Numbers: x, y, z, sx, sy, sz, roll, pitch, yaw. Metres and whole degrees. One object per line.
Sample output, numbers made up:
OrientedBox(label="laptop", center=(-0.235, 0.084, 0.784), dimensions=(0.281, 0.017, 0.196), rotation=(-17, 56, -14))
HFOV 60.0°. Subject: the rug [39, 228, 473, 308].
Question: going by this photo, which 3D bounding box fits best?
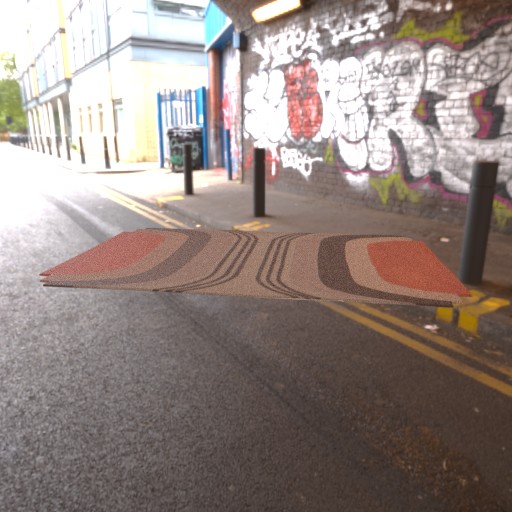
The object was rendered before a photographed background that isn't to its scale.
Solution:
OrientedBox(label="rug", center=(0.000, 0.000, 3.030), dimensions=(2.446, 0.017, 1.530), rotation=(2, 16, 8))
